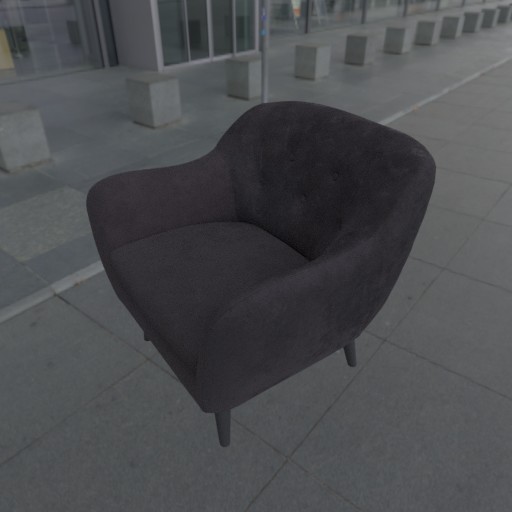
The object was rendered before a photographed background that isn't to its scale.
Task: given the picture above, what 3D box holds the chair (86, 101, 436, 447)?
[{"bbox_3d":[0.000,0.000,1.445,0.819,0.807,0.840,-21,38,-29],"label":"chair"}]
